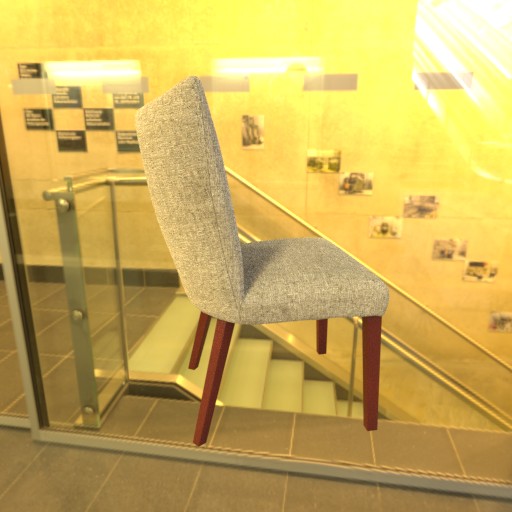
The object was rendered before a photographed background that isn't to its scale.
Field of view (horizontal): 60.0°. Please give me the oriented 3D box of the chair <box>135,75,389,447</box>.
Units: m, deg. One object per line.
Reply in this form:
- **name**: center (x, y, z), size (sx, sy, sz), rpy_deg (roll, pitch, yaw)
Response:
- **chair**: center (0.000, 0.000, 1.291), size (0.623, 0.924, 0.535), rpy_deg (-3, 17, -10)
